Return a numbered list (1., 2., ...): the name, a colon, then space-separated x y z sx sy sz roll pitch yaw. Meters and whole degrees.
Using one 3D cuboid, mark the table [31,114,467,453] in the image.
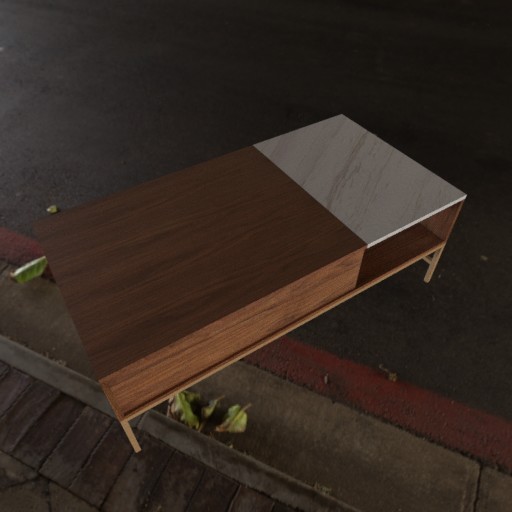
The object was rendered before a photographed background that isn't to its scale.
1. table: 0.000 0.000 1.962 1.553 0.551 0.789 -25 51 -22
